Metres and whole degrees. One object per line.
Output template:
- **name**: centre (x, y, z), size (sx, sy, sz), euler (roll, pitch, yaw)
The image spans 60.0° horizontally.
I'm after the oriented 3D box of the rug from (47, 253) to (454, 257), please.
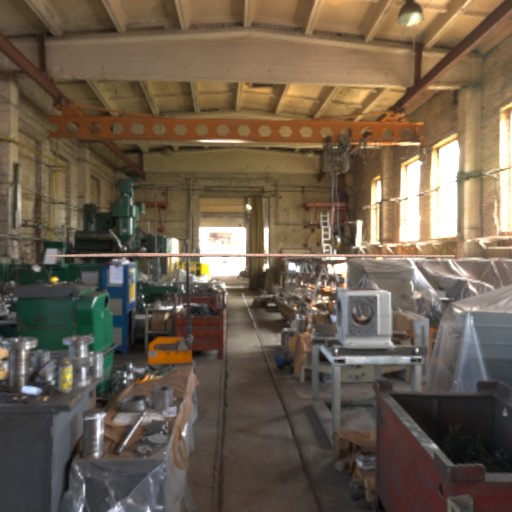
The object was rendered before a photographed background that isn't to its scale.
- **rug**: centre (0.000, 0.000, 3.093), size (2.390, 0.015, 1.609), euler (0, 0, -37)
